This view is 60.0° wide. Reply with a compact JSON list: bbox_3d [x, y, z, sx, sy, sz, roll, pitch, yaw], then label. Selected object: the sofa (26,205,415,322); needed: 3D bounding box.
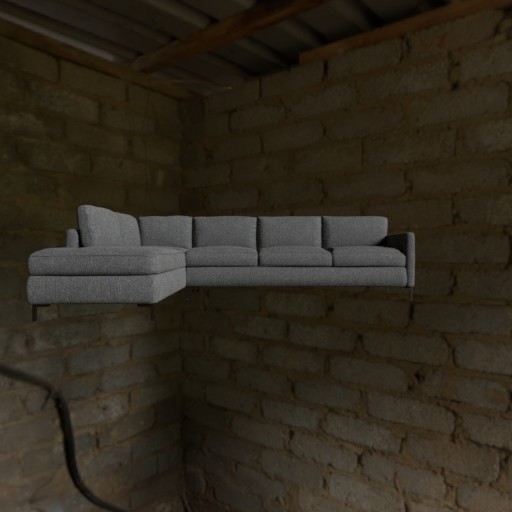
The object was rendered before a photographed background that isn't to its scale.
[{"bbox_3d":[0.000,0.000,3.796,2.949,0.815,2.007,0,1,-1],"label":"sofa"}]
